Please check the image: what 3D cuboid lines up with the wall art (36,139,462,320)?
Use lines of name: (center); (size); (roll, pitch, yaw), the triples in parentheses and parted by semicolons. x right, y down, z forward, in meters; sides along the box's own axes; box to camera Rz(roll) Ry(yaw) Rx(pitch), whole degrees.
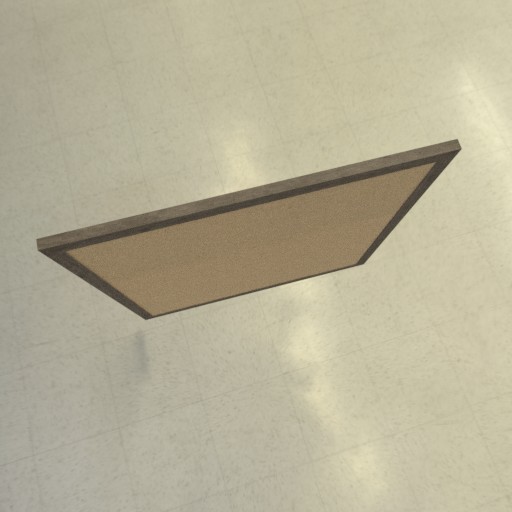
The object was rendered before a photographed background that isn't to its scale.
wall art: (0.000, 0.000, 0.683); (0.457, 0.457, 0.013); (-14, 74, -4)
